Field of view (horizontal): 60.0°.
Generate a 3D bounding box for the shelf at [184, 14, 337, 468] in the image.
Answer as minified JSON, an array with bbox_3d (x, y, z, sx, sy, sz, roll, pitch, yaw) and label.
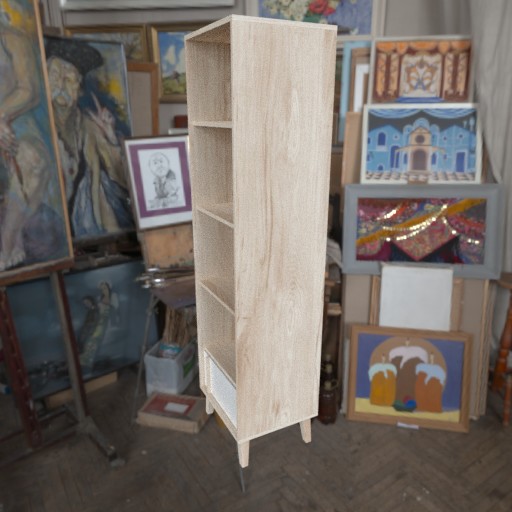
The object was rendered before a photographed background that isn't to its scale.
[{"bbox_3d":[0.000,0.000,2.140,0.450,1.960,0.510,-9,20,-26],"label":"shelf"}]
